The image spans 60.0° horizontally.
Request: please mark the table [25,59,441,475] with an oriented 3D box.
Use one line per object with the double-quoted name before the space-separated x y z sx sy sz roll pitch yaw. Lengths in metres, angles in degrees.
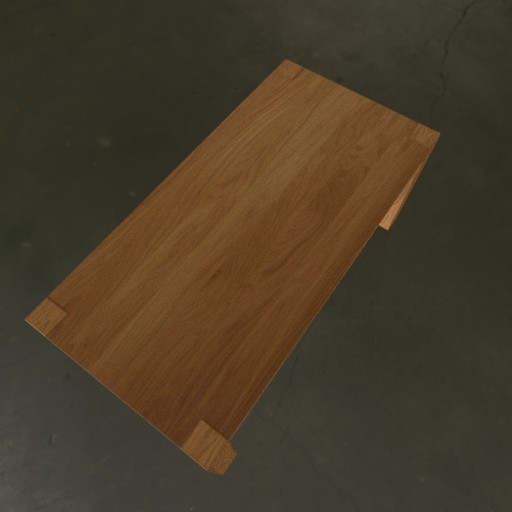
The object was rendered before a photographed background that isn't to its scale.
"table" 0.000 0.000 2.255 0.900 0.760 1.800 33 67 15
